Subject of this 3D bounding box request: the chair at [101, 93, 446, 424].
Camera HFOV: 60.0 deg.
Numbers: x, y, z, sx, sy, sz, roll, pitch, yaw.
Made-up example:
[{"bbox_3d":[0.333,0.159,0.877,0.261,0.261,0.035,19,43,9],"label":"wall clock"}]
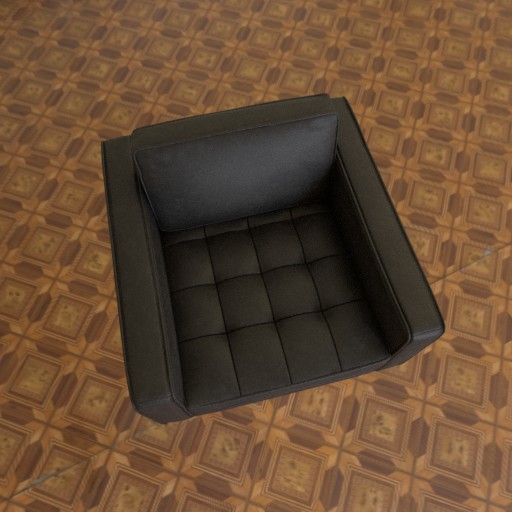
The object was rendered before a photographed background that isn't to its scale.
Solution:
[{"bbox_3d":[0.000,0.000,1.525,0.889,0.763,0.914,-12,65,-6],"label":"chair"}]
